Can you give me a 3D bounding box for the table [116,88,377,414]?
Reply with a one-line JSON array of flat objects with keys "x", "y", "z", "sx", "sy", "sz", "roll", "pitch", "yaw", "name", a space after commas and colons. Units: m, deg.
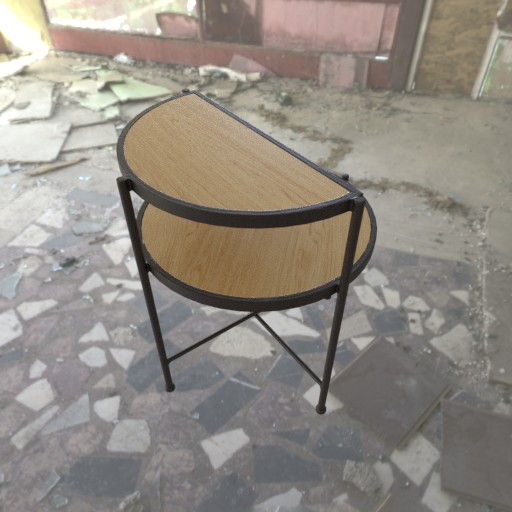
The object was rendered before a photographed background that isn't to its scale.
[{"x": 0.000, "y": 0.000, "z": 1.157, "sx": 0.628, "sy": 0.684, "sz": 0.629, "roll": -26, "pitch": 48, "yaw": -26, "name": "table"}]
